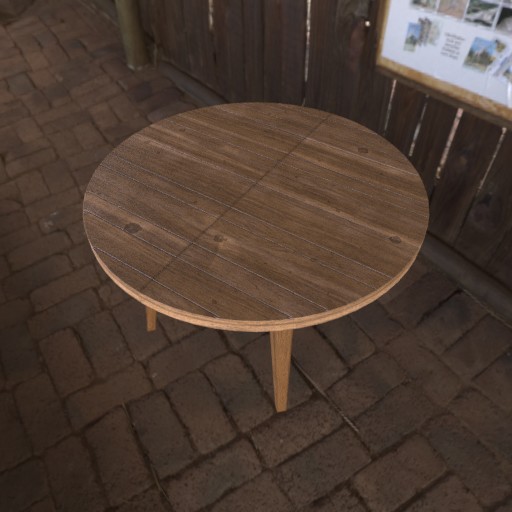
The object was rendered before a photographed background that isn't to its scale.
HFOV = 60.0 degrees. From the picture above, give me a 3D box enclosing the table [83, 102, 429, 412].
[{"bbox_3d":[0.000,0.000,1.885,1.213,0.764,1.213,0,46,0],"label":"table"}]
